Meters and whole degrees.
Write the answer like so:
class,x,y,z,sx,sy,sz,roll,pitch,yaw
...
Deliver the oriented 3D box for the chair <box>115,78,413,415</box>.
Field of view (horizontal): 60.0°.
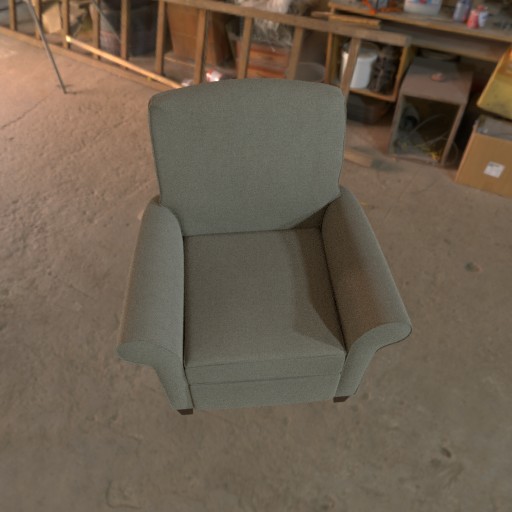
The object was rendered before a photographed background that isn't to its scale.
class,x,y,z,sx,sy,sz,roll,pitch,yaw
chair,0.000,0.000,1.780,0.978,1.061,0.905,-4,49,-3
